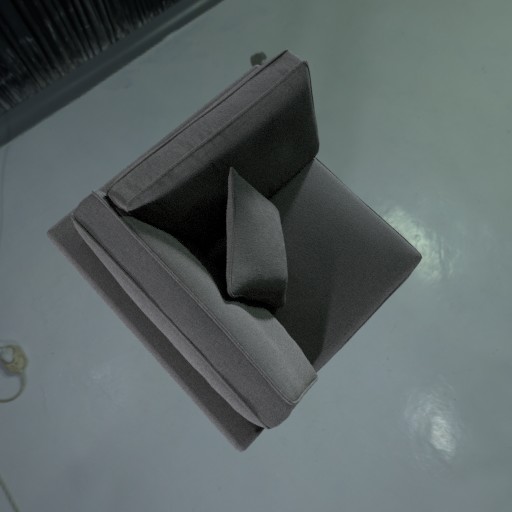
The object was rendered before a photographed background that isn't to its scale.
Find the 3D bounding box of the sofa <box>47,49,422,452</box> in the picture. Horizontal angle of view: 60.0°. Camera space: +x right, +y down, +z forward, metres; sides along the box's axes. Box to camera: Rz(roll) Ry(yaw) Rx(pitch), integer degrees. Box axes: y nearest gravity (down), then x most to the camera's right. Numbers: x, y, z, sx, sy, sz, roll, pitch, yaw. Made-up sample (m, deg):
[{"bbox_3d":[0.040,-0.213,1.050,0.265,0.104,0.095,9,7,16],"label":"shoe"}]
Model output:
[{"bbox_3d":[0.000,0.000,1.940,1.146,1.002,1.084,-43,77,-12],"label":"sofa"}]
